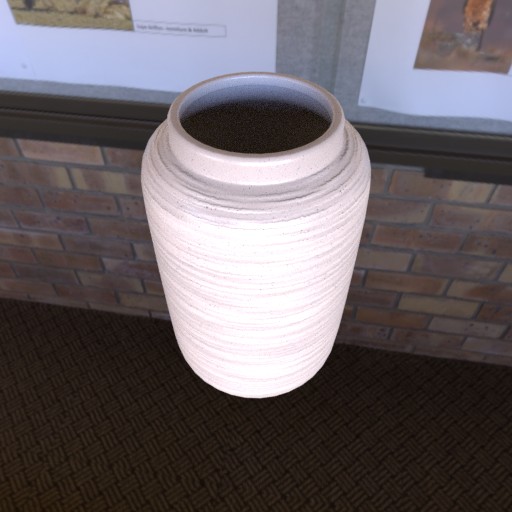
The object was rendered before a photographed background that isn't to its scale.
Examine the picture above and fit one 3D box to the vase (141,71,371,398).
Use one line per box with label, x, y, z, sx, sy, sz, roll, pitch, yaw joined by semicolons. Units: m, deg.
vase;0.000;0.000;0.469;0.202;0.335;0.202;0;47;0
